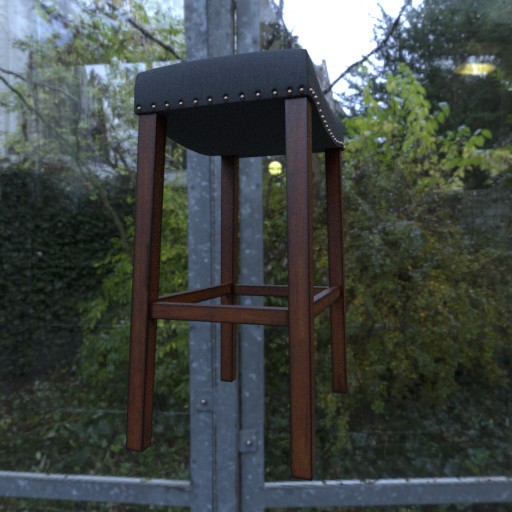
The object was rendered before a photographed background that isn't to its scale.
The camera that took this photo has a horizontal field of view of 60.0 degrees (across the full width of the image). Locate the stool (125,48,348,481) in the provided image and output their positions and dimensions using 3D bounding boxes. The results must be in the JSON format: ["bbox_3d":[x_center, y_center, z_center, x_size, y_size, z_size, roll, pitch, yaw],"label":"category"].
[{"bbox_3d":[0.000,0.000,1.031,0.366,0.748,0.502,0,1,18],"label":"stool"}]
